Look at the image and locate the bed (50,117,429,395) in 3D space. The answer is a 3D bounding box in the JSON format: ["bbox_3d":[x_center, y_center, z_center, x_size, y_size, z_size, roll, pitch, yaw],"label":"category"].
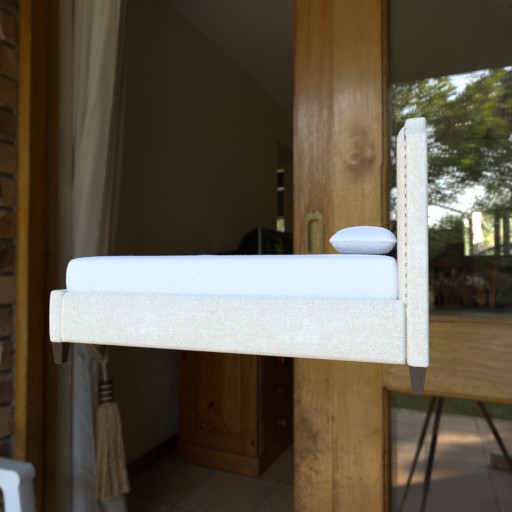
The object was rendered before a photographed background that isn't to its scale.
[{"bbox_3d":[0.000,0.000,3.404,2.381,1.457,1.713,0,-1,18],"label":"bed"}]
